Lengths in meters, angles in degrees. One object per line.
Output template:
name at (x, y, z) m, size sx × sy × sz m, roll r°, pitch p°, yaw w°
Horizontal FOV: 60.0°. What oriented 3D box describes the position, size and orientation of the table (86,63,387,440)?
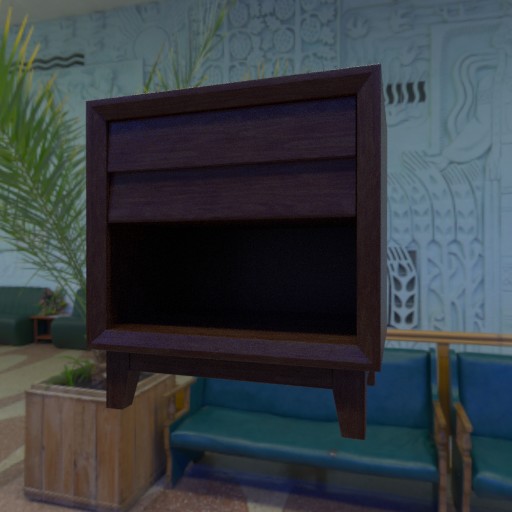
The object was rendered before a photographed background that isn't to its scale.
table at (0.000, 0.000, 0.998) m, size 0.557 × 0.609 × 0.449 m, roll 0°, pitch 0°, yaw 18°
